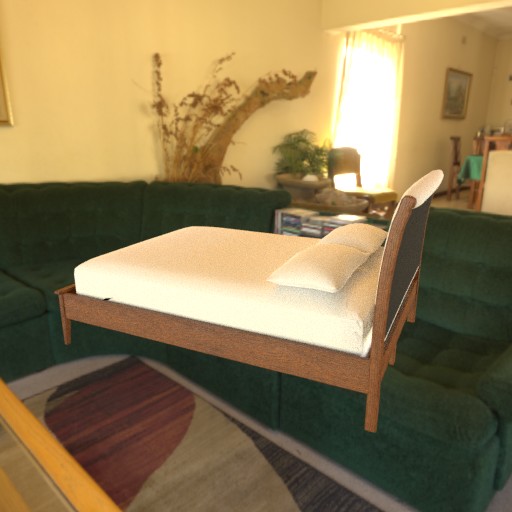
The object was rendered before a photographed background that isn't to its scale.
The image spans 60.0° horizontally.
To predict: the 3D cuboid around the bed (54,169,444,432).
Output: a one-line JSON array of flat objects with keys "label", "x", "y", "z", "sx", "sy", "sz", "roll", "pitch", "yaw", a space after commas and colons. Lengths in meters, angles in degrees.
[{"label": "bed", "x": 0.000, "y": 0.000, "z": 3.267, "sx": 2.380, "sy": 1.250, "sz": 1.612, "roll": 8, "pitch": 18, "yaw": 25}]
